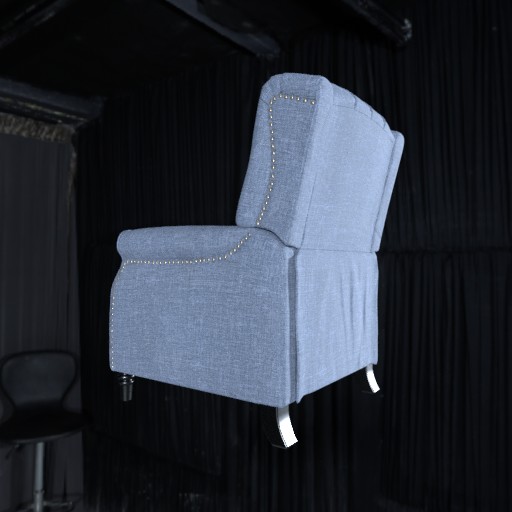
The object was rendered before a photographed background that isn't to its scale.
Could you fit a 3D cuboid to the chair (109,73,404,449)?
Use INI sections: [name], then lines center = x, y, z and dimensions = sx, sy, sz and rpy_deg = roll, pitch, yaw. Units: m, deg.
[chair]
center = 0.000, 0.000, 1.631
dimensions = 0.898, 1.035, 0.742
rpy_deg = -1, -1, 36
